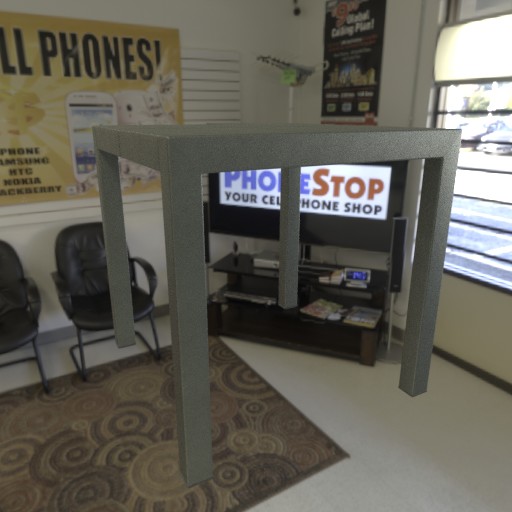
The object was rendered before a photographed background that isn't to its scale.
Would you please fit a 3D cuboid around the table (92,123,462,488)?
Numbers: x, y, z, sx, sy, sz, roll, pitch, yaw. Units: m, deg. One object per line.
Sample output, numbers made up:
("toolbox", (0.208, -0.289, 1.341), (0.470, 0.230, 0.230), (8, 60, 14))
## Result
("table", (0.000, 0.000, 0.909), (0.508, 0.508, 0.508), (-9, 20, -27))
